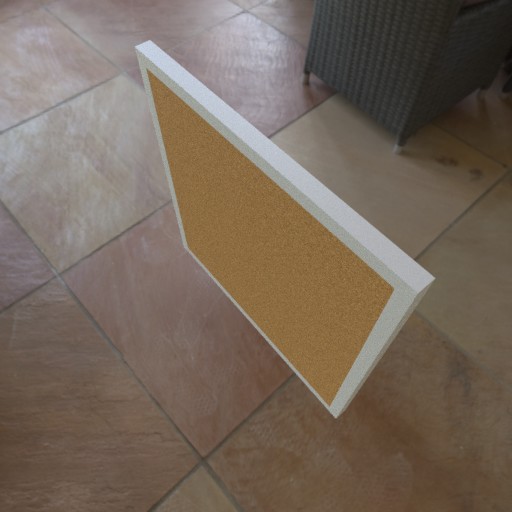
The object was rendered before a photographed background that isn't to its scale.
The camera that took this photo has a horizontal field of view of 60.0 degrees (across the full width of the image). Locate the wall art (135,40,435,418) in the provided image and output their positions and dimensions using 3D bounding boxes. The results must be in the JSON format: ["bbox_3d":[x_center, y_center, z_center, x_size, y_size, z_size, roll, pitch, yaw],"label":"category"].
[{"bbox_3d":[0.000,0.000,1.107,0.038,0.762,0.762,-35,64,-20],"label":"wall art"}]
